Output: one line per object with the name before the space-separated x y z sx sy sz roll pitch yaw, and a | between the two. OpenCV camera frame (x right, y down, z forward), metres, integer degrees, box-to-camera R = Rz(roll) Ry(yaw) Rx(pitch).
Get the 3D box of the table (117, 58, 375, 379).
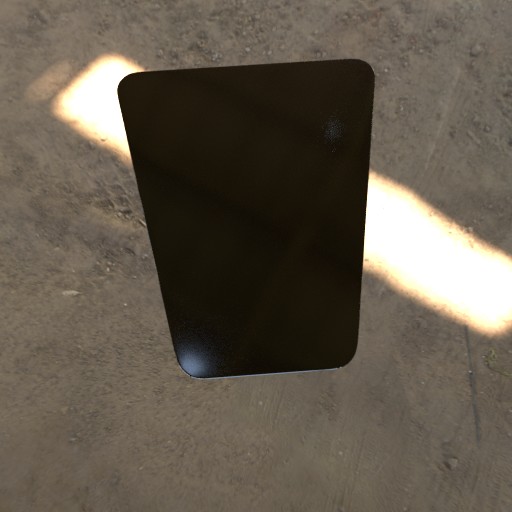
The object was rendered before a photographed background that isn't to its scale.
table | 0.000 0.000 0.978 0.427 0.624 0.500 -4 76 -1
